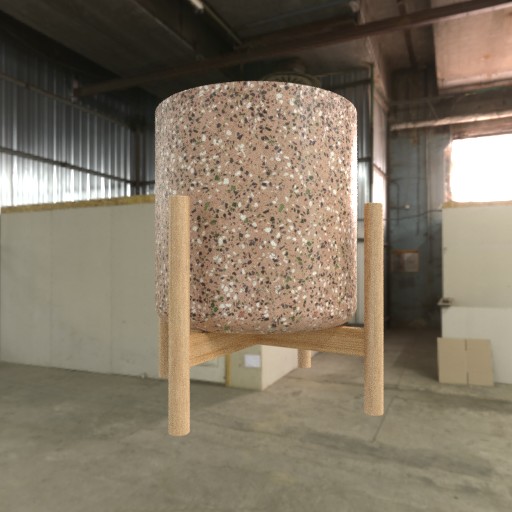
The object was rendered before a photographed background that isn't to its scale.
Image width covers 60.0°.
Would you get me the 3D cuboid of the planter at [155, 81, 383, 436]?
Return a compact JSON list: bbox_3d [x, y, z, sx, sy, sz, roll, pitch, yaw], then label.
[{"bbox_3d":[0.000,0.000,0.683,0.360,0.419,0.360,0,0,-37],"label":"planter"}]
